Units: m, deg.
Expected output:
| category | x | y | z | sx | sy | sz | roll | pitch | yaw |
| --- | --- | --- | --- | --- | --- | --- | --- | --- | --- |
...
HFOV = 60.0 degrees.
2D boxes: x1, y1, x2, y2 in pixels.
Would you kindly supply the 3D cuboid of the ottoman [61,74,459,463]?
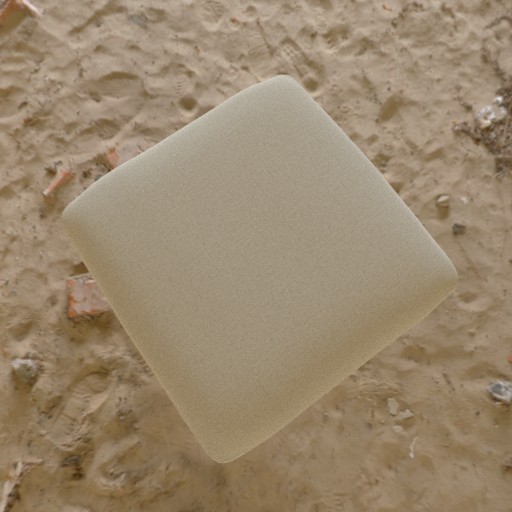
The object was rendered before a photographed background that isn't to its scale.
| category | x | y | z | sx | sy | sz | roll | pitch | yaw |
| --- | --- | --- | --- | --- | --- | --- | --- | --- | --- |
| ottoman | 0.000 | 0.000 | 1.557 | 0.977 | 0.467 | 0.996 | -35 | 78 | -9 |
